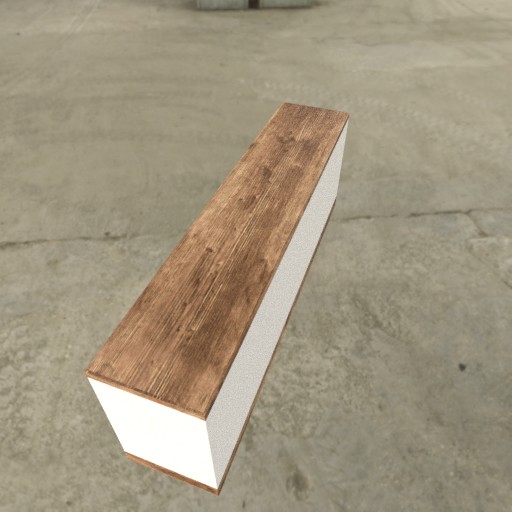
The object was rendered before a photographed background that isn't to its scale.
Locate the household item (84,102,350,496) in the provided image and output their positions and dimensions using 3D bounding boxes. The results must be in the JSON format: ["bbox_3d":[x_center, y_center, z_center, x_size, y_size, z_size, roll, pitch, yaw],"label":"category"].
[{"bbox_3d":[0.000,0.000,2.016,0.390,0.615,1.800,15,46,15],"label":"household item"}]
